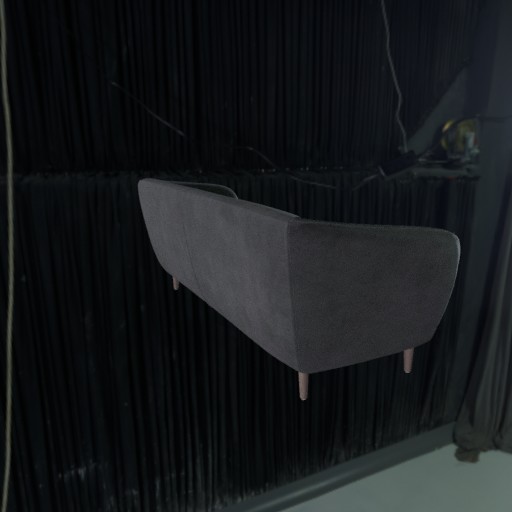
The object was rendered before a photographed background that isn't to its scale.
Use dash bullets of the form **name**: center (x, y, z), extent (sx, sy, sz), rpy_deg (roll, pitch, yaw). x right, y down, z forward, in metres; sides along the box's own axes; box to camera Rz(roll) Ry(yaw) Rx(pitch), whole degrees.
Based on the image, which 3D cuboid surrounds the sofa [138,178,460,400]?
- **sofa**: center (0.000, 0.000, 2.721), extent (0.956, 0.875, 2.296), rpy_deg (-8, 16, -28)
